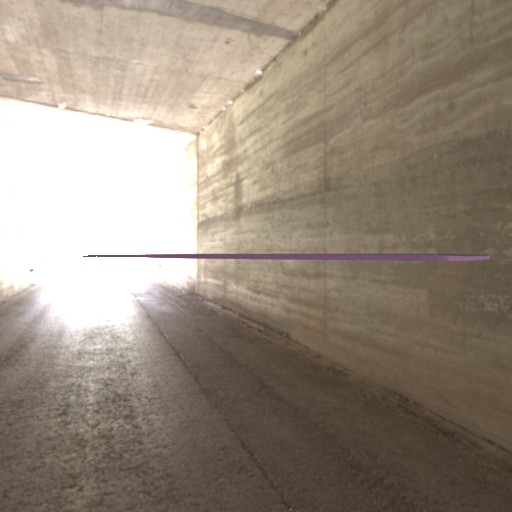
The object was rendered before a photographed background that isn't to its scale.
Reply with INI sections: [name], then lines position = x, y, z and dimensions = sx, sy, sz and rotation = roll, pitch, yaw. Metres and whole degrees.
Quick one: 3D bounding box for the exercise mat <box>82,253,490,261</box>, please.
[exercise mat]
position = 0.000, 0.000, 2.051
dimensions = 1.869, 0.021, 0.616
rotation = 0, 0, 35
